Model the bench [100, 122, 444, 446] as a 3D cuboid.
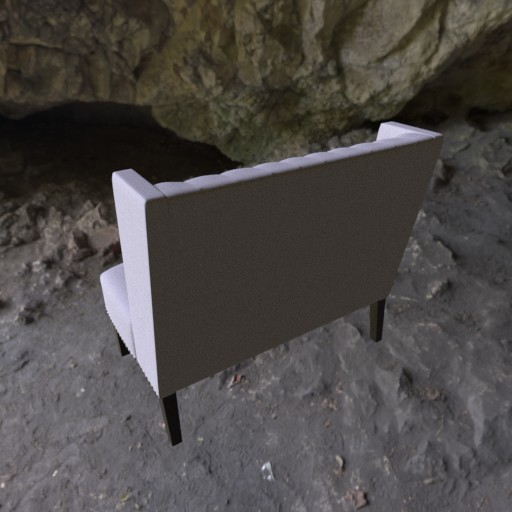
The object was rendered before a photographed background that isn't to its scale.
[{"bbox_3d":[0.000,0.000,2.046,1.280,1.123,0.847,-18,34,-28],"label":"bench"}]
